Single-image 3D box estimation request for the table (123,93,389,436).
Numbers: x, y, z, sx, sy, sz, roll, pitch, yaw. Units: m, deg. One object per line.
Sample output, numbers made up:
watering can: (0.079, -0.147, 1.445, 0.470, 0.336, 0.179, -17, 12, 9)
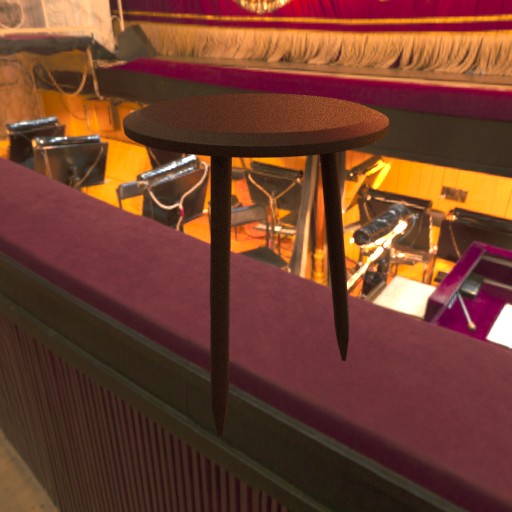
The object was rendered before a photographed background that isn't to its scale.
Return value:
table: (0.000, 0.000, 0.917, 0.457, 0.585, 0.457, 0, 27, 0)
